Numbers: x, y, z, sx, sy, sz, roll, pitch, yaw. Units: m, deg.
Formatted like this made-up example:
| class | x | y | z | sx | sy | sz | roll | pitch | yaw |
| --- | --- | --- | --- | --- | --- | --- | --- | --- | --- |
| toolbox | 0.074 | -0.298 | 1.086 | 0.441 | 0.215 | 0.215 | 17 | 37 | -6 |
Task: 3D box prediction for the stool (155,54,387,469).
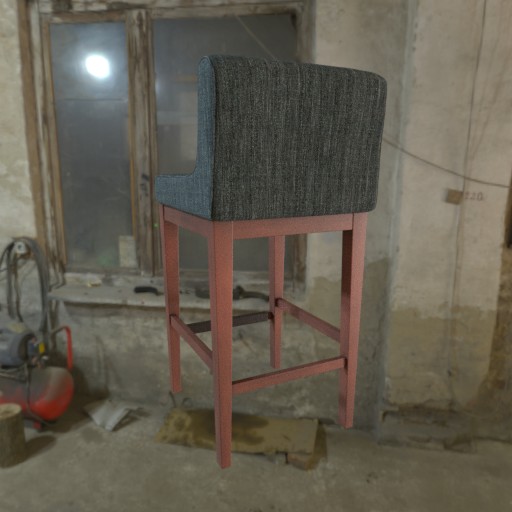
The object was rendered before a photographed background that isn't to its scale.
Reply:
| class | x | y | z | sx | sy | sz | roll | pitch | yaw |
| --- | --- | --- | --- | --- | --- | --- | --- | --- | --- |
| stool | 0.000 | 0.000 | 1.106 | 0.395 | 0.835 | 0.459 | -6 | 13 | -26 |
